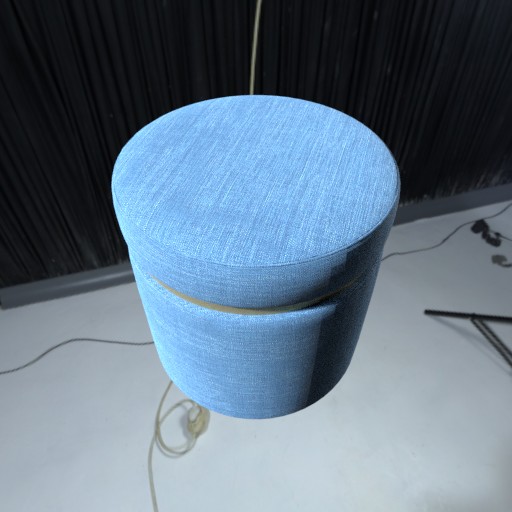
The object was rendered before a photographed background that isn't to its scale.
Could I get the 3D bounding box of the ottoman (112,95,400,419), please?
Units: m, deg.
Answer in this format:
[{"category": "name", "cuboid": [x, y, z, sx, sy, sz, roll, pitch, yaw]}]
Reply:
[{"category": "ottoman", "cuboid": [0.000, 0.000, 0.747, 0.398, 0.406, 0.398, 0, 46, 0]}]
